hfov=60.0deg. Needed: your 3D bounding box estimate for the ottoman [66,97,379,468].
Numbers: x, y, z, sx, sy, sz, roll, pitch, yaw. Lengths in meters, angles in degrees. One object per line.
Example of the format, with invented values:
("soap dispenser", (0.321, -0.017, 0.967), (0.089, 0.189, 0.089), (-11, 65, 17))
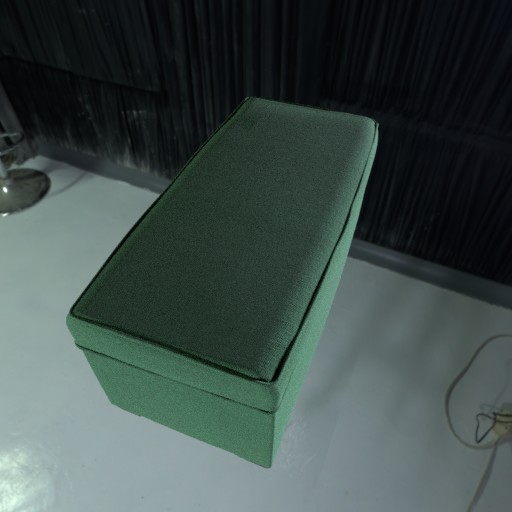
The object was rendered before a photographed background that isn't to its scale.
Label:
("ottoman", (0.000, 0.000, 1.234), (0.483, 0.471, 0.957), (16, 49, 14))
